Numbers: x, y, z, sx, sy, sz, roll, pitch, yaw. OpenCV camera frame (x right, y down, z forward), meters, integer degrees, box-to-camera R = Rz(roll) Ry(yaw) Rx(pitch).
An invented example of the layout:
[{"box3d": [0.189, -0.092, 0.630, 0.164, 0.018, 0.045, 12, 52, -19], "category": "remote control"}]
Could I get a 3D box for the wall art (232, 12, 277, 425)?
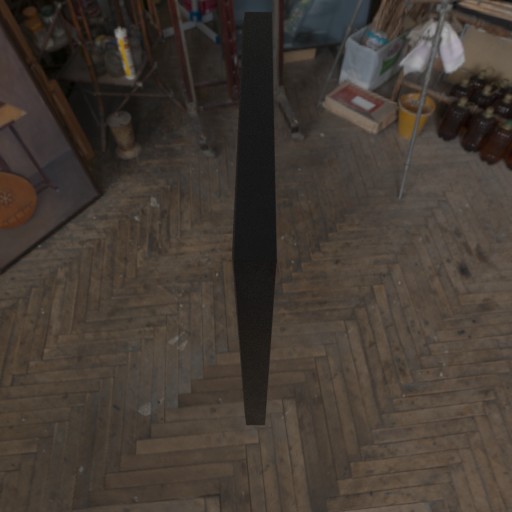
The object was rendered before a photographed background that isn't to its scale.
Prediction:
[{"box3d": [0.000, 0.000, 0.570, 0.031, 0.457, 0.313, 0, 56, 0], "category": "wall art"}]
